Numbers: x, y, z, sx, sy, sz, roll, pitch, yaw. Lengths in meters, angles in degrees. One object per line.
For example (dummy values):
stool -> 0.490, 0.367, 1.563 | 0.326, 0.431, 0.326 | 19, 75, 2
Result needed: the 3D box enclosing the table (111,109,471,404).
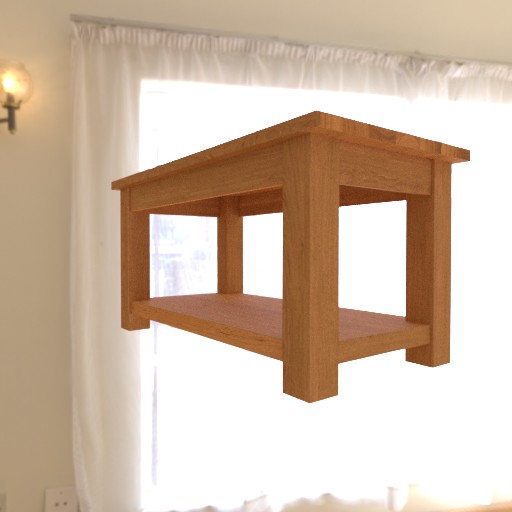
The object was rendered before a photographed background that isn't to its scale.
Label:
table -> 0.000, 0.000, 1.155 | 0.450, 0.452, 0.899 | -1, 1, -37
